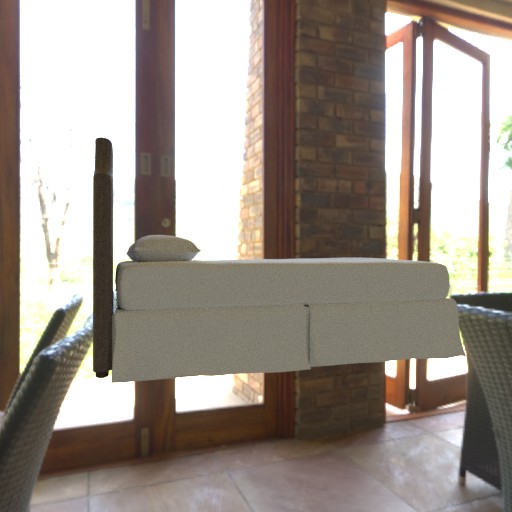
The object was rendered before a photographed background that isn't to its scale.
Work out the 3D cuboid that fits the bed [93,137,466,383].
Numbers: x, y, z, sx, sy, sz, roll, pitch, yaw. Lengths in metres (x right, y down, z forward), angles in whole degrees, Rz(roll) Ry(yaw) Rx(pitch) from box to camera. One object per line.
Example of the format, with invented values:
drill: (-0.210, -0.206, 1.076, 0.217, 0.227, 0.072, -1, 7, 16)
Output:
bed: (0.000, 0.000, 4.142, 2.773, 1.590, 2.350, 0, 0, -18)
